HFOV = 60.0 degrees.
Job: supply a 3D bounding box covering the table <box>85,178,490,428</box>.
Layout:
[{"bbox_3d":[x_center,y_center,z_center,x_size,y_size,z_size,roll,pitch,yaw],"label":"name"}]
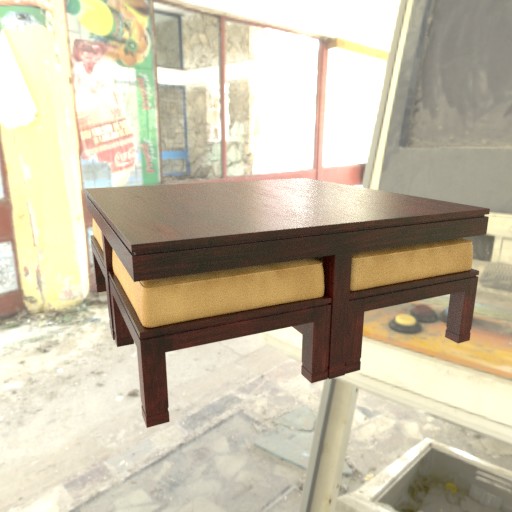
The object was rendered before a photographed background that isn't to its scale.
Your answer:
[{"bbox_3d":[0.000,0.000,1.337,0.865,0.356,0.865,-7,17,-24],"label":"table"}]
